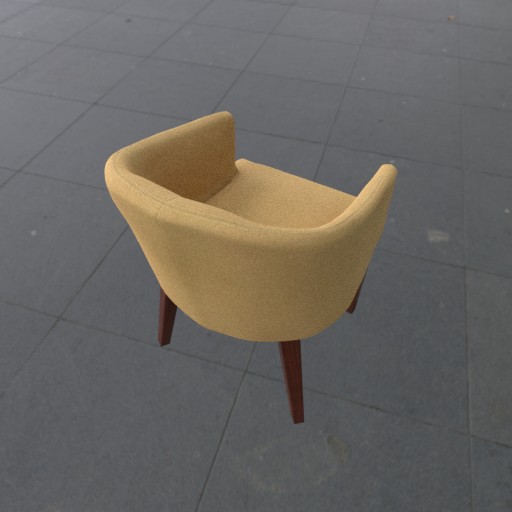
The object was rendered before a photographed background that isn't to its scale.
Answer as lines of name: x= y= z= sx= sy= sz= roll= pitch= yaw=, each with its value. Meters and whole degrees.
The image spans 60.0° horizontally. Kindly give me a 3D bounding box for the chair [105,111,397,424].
chair: x=0.000 y=0.000 z=1.236 sx=0.583 sy=0.811 sz=0.655 roll=24 pitch=51 yaw=21
